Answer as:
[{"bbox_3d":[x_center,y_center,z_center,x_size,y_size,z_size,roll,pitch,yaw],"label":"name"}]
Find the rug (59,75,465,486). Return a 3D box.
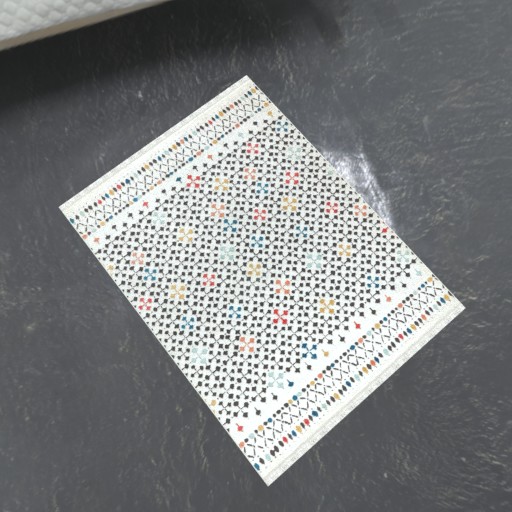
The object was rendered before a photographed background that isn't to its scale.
[{"bbox_3d":[0.000,0.000,4.193,2.354,0.007,3.196,-38,78,-9],"label":"rug"}]
